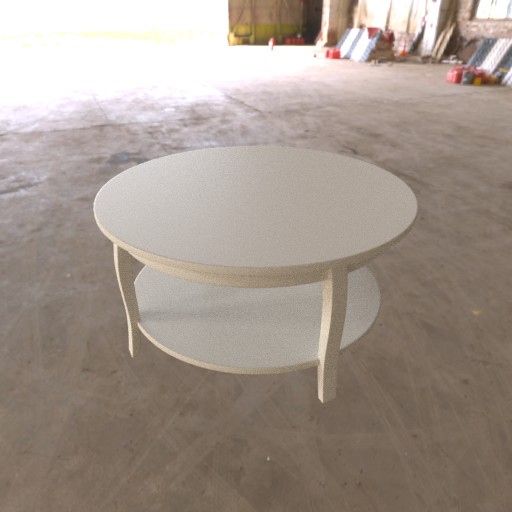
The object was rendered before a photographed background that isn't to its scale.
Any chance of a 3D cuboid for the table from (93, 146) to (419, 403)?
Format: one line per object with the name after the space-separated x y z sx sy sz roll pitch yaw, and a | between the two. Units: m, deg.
0.000 0.000 1.414 0.910 0.457 0.910 0 29 0 | table
